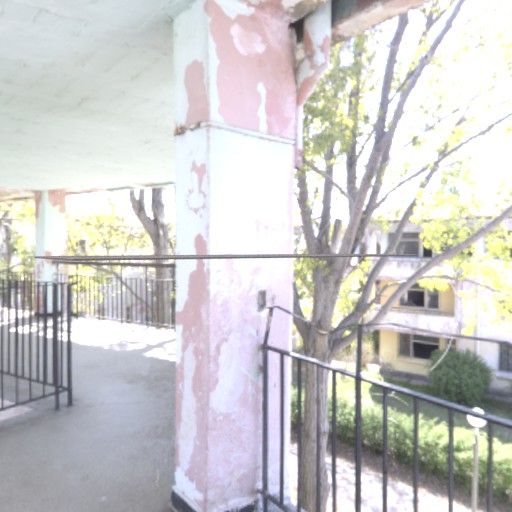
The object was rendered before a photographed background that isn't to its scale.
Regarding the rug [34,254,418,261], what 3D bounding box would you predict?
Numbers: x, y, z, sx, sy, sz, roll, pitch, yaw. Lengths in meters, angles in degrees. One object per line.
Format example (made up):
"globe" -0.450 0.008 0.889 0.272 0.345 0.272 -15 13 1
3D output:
"rug" 0.000 0.000 2.837 2.448 0.012 0.769 -1 1 -37
